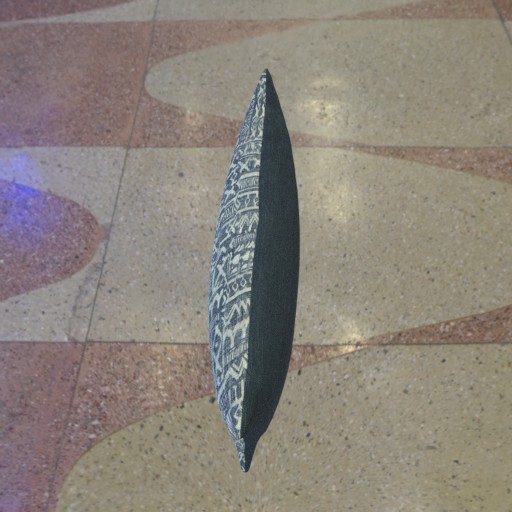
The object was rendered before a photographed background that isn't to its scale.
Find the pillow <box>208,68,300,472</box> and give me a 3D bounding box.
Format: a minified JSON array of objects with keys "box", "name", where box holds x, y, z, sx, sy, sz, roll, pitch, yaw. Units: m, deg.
[{"box":[0.000,0.000,0.743,0.148,0.292,0.631,3,59,2],"name":"pillow"}]
